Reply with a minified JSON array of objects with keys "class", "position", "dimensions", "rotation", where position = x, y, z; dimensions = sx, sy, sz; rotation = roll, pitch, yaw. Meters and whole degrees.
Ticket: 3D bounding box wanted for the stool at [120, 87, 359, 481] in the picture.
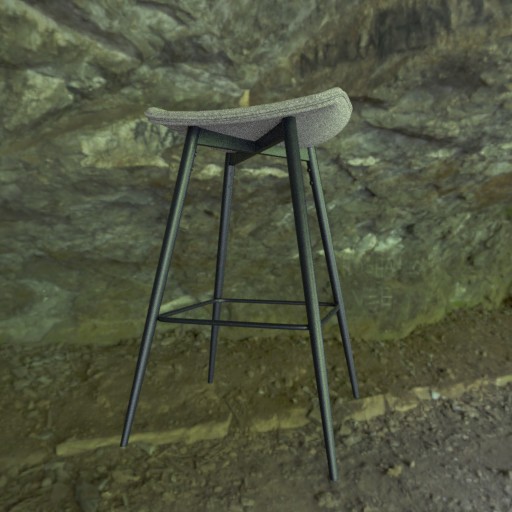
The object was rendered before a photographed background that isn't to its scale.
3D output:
[{"class":"stool","position":[0.000,0.000,1.102],"dimensions":[0.469,0.814,0.480],"rotation":[0,1,18]}]
